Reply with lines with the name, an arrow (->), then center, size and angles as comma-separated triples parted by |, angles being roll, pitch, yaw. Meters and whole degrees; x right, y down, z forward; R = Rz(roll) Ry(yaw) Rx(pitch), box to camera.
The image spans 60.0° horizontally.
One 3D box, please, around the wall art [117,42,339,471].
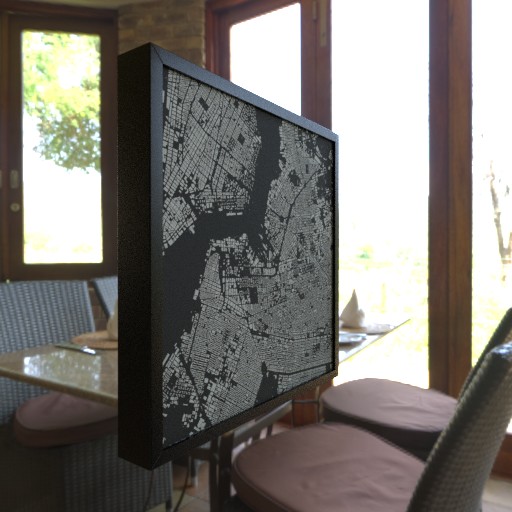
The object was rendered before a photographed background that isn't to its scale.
wall art -> 0.000, 0.000, 0.440 | 0.037, 0.299, 0.299 | 0, 0, 36
